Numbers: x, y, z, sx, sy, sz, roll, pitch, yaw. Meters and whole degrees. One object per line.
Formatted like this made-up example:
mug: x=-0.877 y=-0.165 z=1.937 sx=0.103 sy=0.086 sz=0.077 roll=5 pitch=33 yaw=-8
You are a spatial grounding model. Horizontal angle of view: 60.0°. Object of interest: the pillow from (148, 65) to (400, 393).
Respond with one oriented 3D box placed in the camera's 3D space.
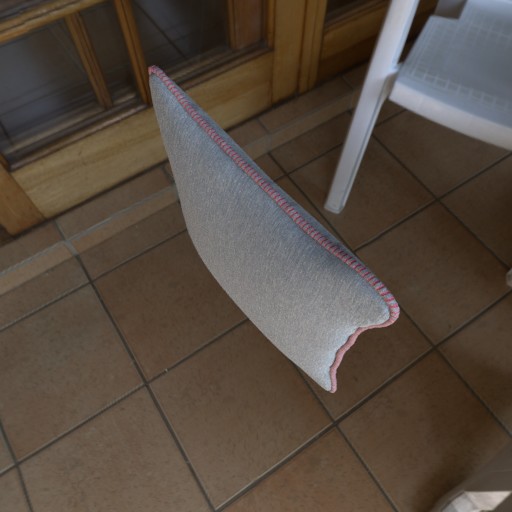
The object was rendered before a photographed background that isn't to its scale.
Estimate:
pillow: x=0.000 y=0.000 z=0.755 sx=0.124 sy=0.491 sz=0.482 roll=-36 pitch=68 yaw=-17
